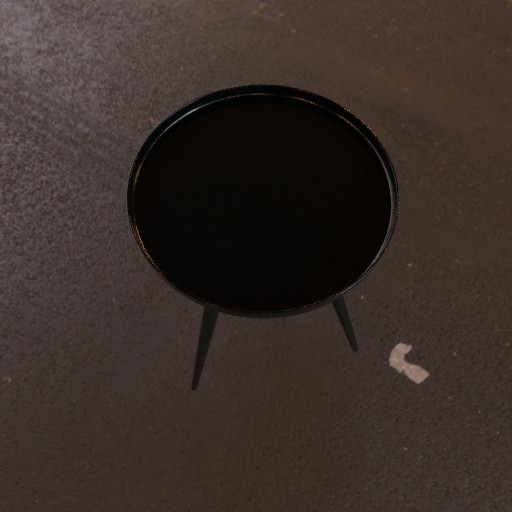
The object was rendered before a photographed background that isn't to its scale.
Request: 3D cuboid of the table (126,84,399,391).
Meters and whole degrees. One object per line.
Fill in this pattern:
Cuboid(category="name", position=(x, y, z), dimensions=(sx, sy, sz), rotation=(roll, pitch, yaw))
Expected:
Cuboid(category="table", position=(0.000, 0.000, 0.859), dimensions=(0.403, 0.548, 0.415), rotation=(-15, 66, -7))
